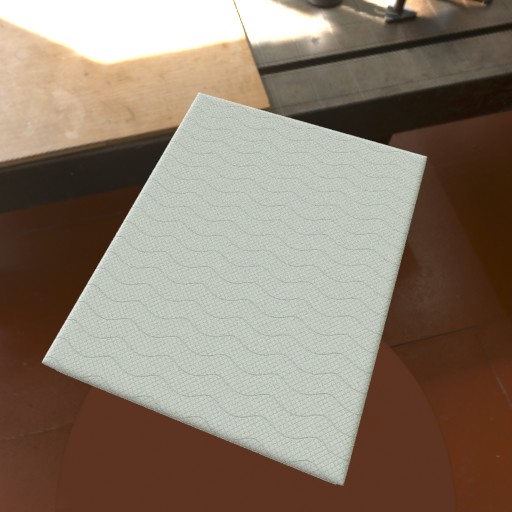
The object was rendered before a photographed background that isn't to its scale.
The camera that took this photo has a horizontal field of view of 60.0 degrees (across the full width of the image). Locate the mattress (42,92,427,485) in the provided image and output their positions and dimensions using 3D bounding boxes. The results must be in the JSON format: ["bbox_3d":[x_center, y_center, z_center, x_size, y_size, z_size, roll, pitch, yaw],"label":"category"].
[{"bbox_3d":[0.000,0.000,2.643,1.600,0.230,2.000,19,66,9],"label":"mattress"}]
